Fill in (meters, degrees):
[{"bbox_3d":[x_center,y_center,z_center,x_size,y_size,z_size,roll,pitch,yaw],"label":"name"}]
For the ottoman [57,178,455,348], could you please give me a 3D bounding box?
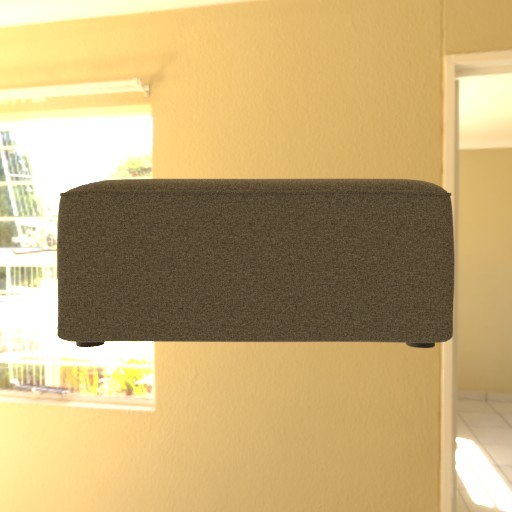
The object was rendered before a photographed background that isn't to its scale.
[{"bbox_3d":[0.000,0.000,1.598,1.005,0.464,1.015,0,0,0],"label":"ottoman"}]
